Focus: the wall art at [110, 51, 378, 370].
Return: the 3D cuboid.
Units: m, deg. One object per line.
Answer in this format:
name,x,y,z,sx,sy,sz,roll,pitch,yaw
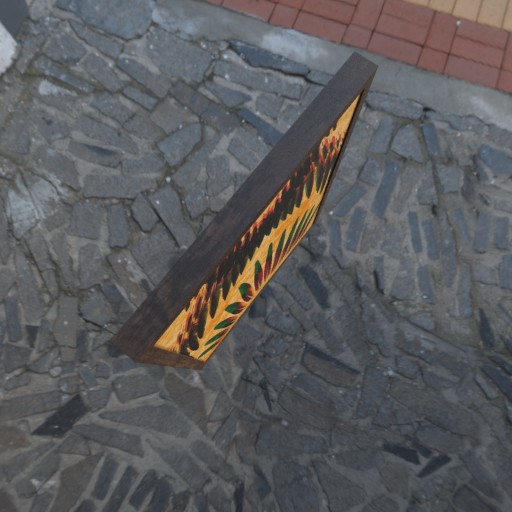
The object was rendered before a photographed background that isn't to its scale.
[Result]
wall art,0.000,0.000,0.563,0.027,0.406,0.329,37,78,9
